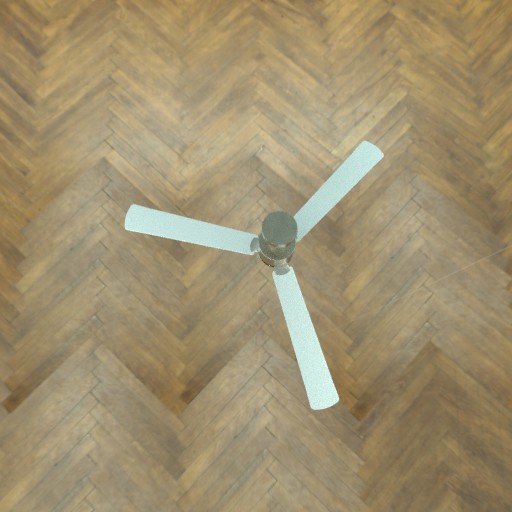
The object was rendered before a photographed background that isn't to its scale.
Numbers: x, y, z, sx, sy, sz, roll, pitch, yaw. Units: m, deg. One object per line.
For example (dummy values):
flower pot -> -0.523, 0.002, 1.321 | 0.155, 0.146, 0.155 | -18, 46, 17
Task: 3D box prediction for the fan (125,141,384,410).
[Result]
fan -> 0.000, 0.000, 2.327 | 1.531, 0.446, 1.561 | 0, 76, 0
